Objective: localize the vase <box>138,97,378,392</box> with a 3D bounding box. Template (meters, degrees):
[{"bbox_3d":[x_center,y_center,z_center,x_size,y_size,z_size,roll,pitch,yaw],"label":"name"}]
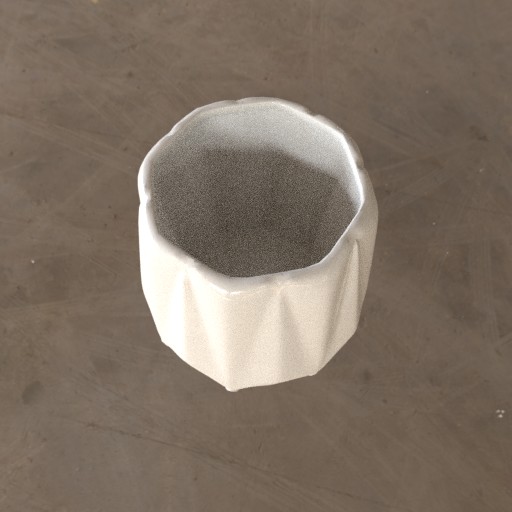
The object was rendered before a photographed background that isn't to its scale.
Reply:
[{"bbox_3d":[0.000,0.000,0.260,0.141,0.152,0.141,0,64,0],"label":"vase"}]
